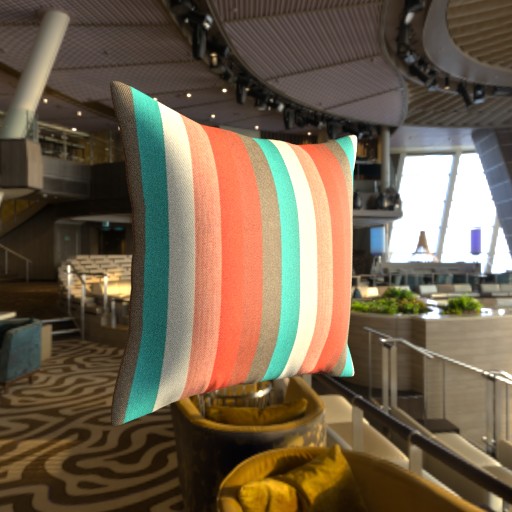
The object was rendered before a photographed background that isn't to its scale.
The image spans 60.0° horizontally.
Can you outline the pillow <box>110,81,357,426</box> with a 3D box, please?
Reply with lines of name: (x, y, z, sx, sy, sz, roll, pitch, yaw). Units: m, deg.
pillow: (0.000, 0.000, 0.689, 0.453, 0.443, 0.168, 0, 0, -36)
